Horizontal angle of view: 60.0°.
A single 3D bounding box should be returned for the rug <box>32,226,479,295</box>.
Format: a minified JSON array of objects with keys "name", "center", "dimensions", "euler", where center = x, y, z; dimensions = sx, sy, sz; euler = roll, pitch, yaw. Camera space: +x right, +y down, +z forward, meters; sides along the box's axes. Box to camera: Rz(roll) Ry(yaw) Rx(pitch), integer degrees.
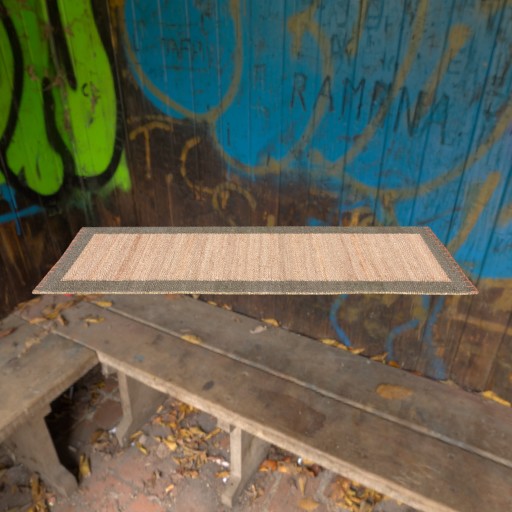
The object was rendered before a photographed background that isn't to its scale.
[{"name":"rug","center":[0.000,0.000,2.735],"dimensions":[2.413,0.016,0.810],"euler":[0,30,0]}]
